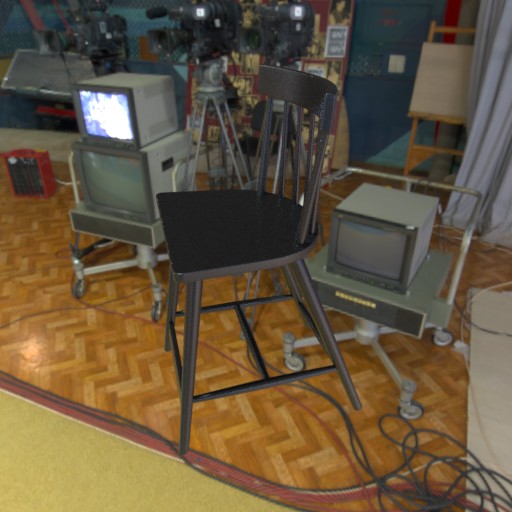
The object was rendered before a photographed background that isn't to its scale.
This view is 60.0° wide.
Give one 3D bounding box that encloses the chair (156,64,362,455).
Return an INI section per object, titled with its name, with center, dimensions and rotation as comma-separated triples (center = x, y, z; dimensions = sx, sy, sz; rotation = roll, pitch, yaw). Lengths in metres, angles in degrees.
[chair]
center = 0.000, 0.000, 1.262
dimensions = 0.572, 0.952, 0.483
rotation = -8, 31, -13
